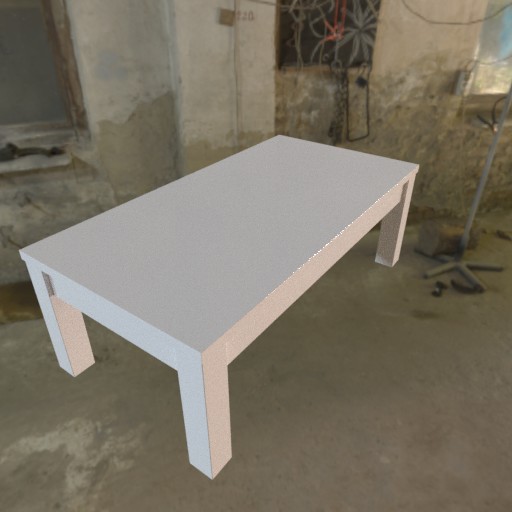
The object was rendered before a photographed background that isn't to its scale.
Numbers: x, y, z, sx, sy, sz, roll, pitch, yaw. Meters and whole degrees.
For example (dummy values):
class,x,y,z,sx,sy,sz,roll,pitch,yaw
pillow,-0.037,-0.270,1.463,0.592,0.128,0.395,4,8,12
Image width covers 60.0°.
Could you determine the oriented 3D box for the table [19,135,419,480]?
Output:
class,x,y,z,sx,sy,sz,roll,pitch,yaw
table,0.000,0.000,1.683,0.700,0.470,1.350,21,38,30
